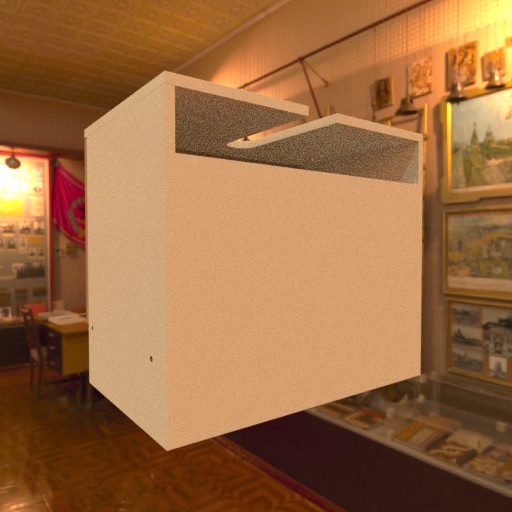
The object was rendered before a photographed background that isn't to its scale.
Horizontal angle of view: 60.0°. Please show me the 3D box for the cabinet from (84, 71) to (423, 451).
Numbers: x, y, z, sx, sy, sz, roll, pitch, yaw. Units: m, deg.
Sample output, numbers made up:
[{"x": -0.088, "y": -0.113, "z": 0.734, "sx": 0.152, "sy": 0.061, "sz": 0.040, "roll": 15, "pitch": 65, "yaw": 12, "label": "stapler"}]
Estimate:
[{"x": 0.000, "y": 0.000, "z": 0.946, "sx": 0.600, "sy": 0.522, "sz": 0.400, "roll": -1, "pitch": 2, "yaw": -36, "label": "cabinet"}]
